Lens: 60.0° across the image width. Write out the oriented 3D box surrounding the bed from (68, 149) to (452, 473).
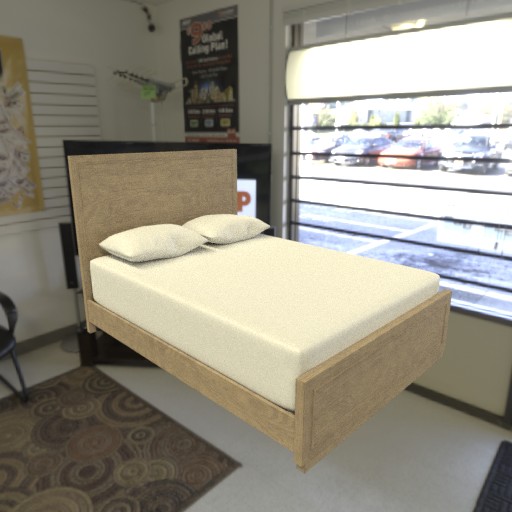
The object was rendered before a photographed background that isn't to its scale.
[{"bbox_3d":[0.000,0.000,3.159,2.189,1.369,1.606,15,22,42],"label":"bed"}]
